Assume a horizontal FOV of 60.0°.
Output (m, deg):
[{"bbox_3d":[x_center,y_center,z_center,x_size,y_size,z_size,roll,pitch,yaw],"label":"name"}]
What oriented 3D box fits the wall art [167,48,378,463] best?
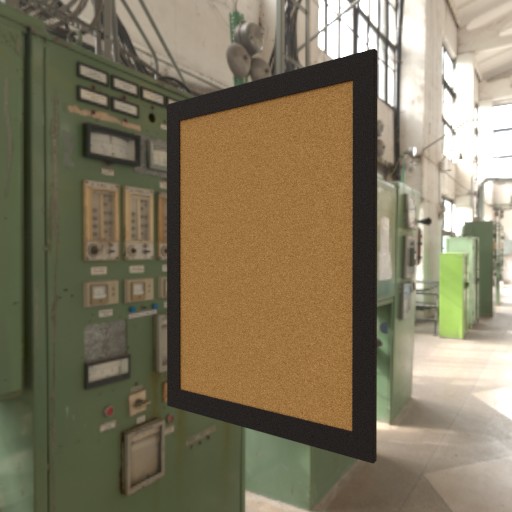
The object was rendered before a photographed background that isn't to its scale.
[{"bbox_3d":[0.000,0.000,0.675,0.374,0.529,0.012,0,1,35],"label":"wall art"}]
